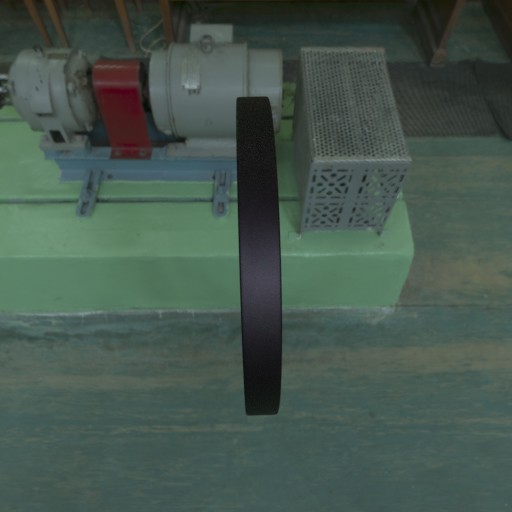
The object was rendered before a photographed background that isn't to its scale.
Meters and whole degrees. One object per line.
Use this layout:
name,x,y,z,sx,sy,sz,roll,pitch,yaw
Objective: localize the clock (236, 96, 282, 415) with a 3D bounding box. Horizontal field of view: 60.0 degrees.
clock,0.000,0.000,0.463,0.029,0.314,0.314,-2,59,-1
